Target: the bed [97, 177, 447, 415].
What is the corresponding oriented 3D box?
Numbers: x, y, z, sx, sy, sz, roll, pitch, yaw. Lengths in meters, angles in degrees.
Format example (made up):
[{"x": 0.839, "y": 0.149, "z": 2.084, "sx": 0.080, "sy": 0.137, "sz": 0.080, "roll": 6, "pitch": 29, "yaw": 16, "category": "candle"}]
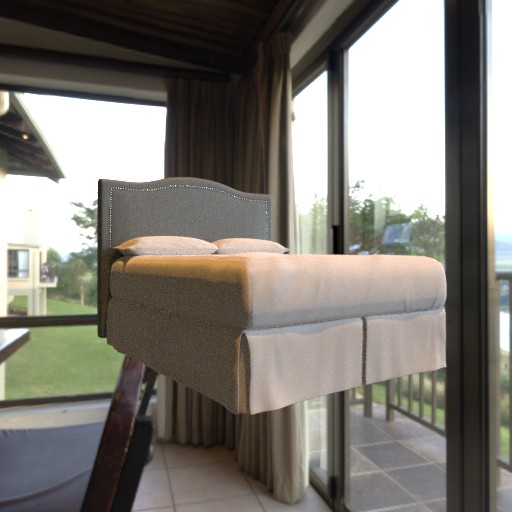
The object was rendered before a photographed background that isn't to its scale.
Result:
[{"x": 0.000, "y": 0.000, "z": 3.303, "sx": 1.753, "sy": 1.460, "sz": 2.143, "roll": 0, "pitch": 0, "yaw": -35, "category": "bed"}]
